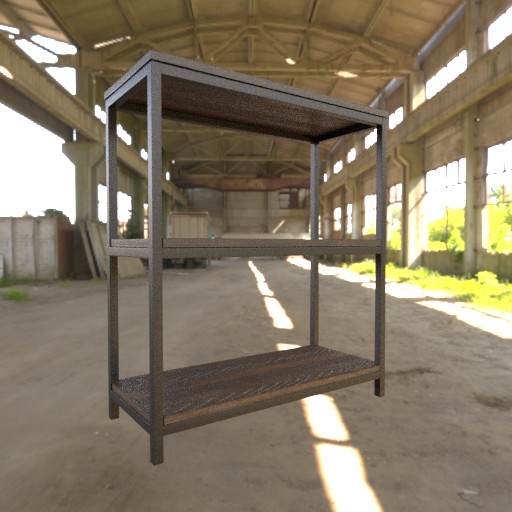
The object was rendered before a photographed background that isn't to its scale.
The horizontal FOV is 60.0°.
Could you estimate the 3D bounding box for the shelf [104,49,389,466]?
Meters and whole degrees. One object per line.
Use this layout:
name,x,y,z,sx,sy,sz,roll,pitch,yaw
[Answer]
shelf,0.000,0.000,1.385,0.822,0.947,0.352,-1,2,-35
